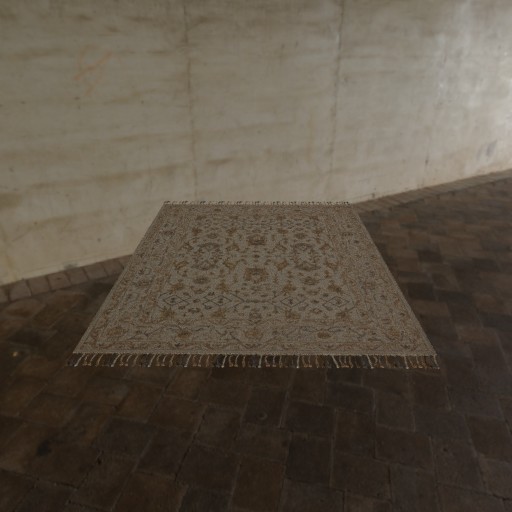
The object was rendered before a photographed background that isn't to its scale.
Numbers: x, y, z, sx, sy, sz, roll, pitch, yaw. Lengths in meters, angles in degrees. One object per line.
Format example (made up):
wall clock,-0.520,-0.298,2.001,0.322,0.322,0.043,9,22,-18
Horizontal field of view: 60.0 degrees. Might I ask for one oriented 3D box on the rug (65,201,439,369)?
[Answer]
rug,0.000,0.000,2.265,1.278,0.009,1.726,0,26,1
